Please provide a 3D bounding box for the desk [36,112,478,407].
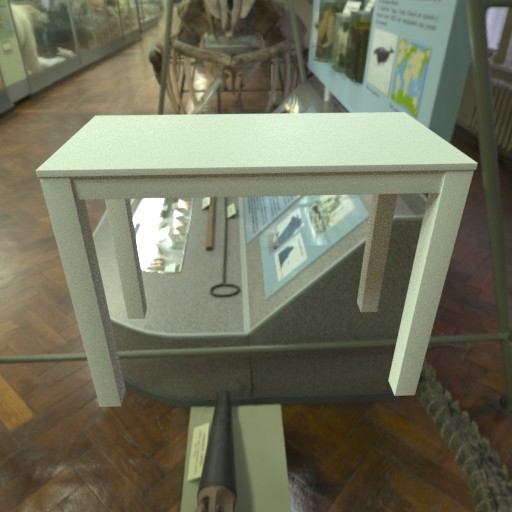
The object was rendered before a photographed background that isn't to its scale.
[{"bbox_3d":[0.000,0.000,1.399,0.990,0.762,0.497,-1,31,-2],"label":"desk"}]
